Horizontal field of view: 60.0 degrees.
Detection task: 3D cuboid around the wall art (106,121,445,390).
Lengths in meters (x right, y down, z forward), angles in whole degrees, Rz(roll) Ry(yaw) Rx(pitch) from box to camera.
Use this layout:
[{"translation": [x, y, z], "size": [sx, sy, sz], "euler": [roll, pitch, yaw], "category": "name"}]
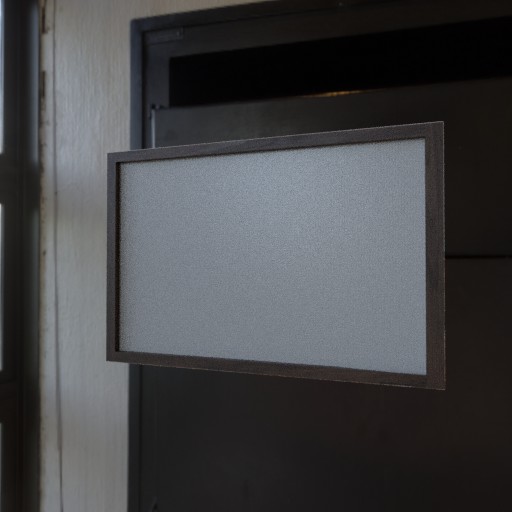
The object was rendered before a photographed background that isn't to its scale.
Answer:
[{"translation": [0.000, 0.000, 1.940], "size": [1.520, 1.016, 0.051], "euler": [0, -1, 19], "category": "wall art"}]
